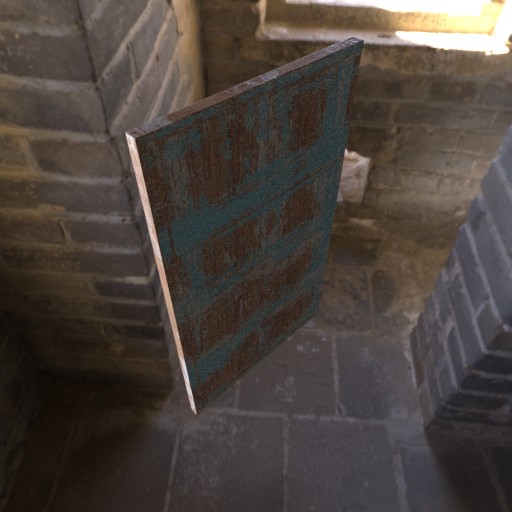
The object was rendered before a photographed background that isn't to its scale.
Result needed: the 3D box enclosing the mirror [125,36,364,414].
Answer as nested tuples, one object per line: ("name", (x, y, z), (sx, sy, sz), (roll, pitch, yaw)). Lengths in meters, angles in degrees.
("mirror", (0.000, 0.000, 1.466), (0.707, 1.213, 0.083), (-34, 55, -28))
